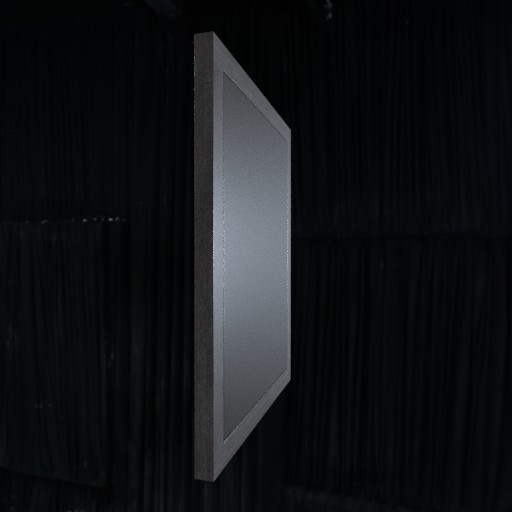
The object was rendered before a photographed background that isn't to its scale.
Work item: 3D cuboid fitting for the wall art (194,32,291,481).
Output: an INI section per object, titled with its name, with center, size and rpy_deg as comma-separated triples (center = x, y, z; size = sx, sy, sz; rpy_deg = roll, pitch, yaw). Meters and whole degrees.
[wall art]
center = 0.000, 0.000, 0.805
size = 0.027, 0.580, 0.479
rpy_deg = 0, 1, 16
